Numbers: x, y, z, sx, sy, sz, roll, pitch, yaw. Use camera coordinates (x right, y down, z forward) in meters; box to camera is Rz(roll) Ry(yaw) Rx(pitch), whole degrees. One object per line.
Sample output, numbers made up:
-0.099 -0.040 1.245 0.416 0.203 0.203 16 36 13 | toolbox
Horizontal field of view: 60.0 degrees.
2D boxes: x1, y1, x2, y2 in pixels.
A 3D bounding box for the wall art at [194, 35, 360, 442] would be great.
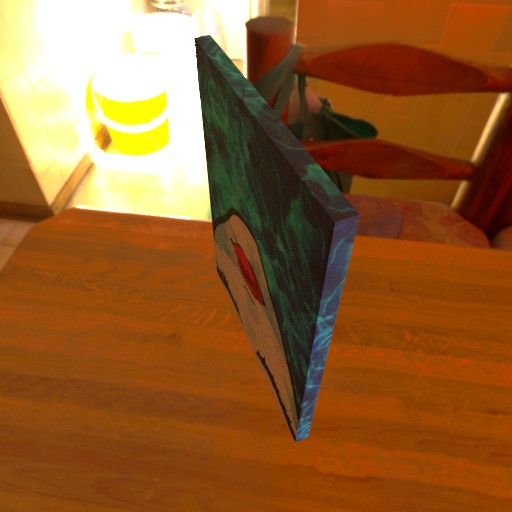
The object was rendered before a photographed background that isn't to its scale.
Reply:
0.000 0.000 1.027 0.038 0.760 0.609 -17 50 -15 | wall art
